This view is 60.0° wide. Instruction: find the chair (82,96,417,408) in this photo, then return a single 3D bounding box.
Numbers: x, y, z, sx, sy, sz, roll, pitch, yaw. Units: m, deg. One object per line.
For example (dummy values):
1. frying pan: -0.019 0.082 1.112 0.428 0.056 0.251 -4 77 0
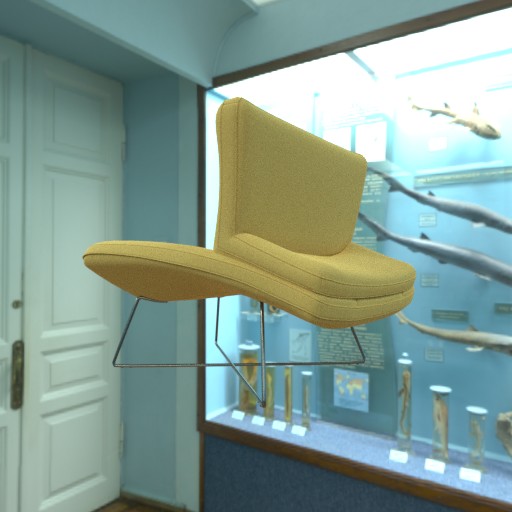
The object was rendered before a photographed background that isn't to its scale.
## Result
1. chair: 0.000 0.000 1.663 1.008 0.855 0.859 -1 -1 37
